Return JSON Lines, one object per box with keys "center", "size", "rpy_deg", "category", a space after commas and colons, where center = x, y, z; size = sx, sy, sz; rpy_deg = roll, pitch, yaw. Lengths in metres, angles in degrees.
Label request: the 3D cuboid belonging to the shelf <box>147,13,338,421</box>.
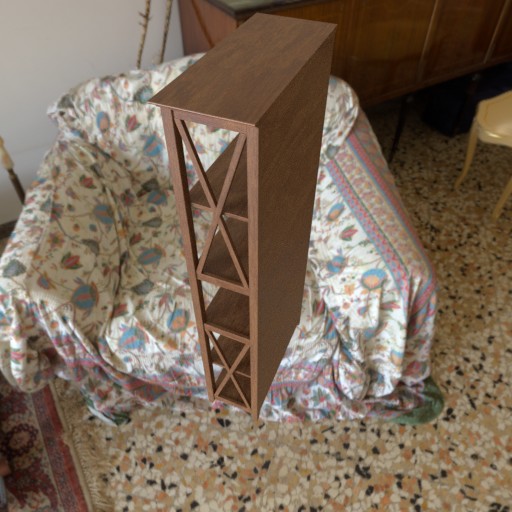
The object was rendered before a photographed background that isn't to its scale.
{"center": [0.000, 0.000, 2.157], "size": [0.335, 1.905, 0.805], "rpy_deg": [17, 48, 16], "category": "shelf"}
